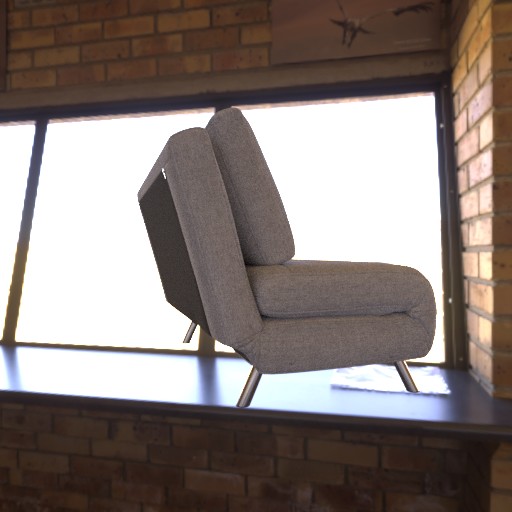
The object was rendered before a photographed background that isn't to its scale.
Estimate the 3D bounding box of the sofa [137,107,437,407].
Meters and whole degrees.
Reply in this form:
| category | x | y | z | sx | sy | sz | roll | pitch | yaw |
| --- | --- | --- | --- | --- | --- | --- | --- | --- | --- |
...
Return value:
| category | x | y | z | sx | sy | sz | roll | pitch | yaw |
| --- | --- | --- | --- | --- | --- | --- | --- | --- | --- |
| sofa | 0.000 | 0.000 | 1.898 | 0.910 | 0.910 | 1.220 | 0 | 1 | -19 |
